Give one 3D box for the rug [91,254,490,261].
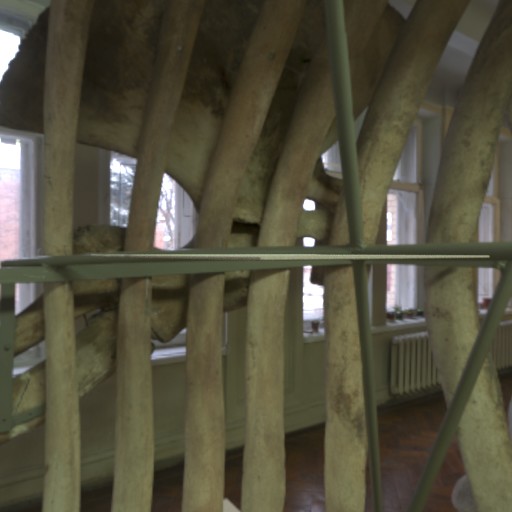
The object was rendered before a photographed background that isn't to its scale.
[{"bbox_3d":[0.000,0.000,2.927,1.540,0.021,2.290,0,0,-34],"label":"rug"}]
